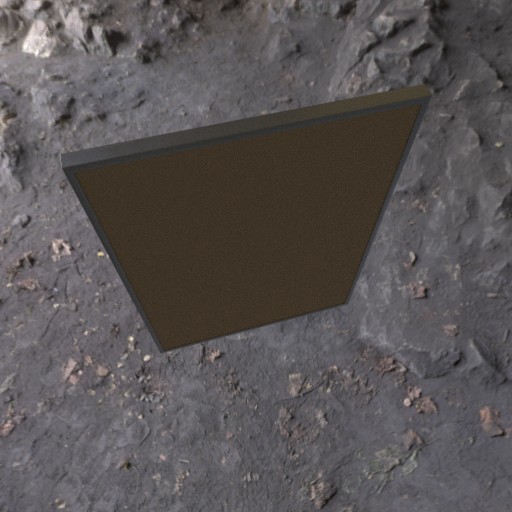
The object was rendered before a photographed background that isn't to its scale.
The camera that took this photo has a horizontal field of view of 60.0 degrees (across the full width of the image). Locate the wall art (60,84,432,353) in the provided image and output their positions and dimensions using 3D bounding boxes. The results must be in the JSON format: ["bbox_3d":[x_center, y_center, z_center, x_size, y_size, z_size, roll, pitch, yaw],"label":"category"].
[{"bbox_3d":[0.000,0.000,1.386,0.803,1.062,0.041,-13,59,-8],"label":"wall art"}]
